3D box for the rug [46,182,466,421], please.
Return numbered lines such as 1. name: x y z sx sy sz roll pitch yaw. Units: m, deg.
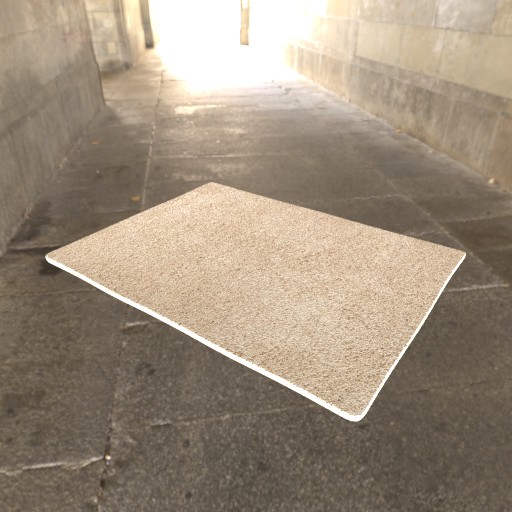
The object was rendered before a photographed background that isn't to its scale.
1. rug: 0.000 0.000 2.093 1.600 0.025 1.199 20 36 31
